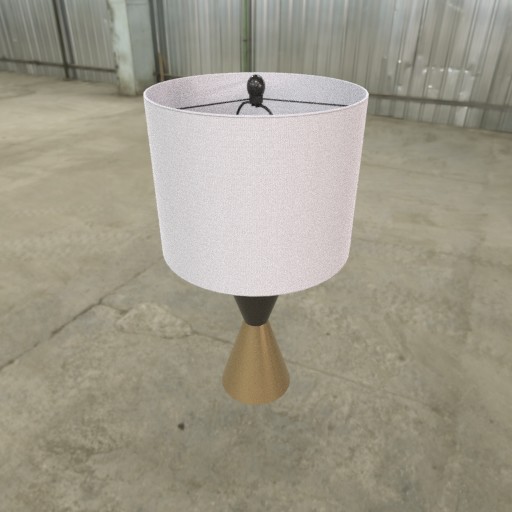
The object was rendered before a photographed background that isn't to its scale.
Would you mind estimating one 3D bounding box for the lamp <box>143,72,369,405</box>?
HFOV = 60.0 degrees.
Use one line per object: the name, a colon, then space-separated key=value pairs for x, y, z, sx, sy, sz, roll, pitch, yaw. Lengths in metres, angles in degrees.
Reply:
lamp: x=0.000 y=0.000 z=0.748 sx=0.304 sy=0.573 sz=0.304 roll=-19 pitch=36 yaw=-29
